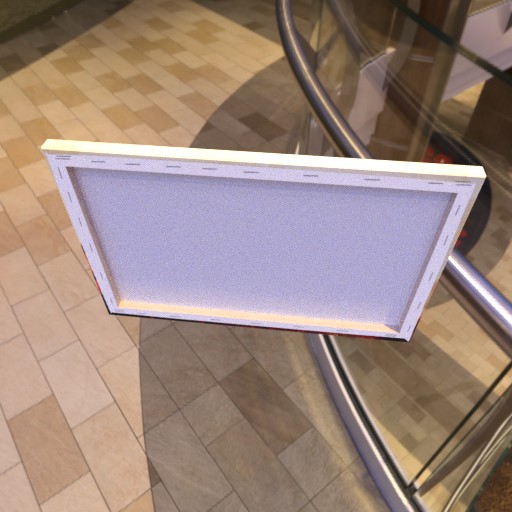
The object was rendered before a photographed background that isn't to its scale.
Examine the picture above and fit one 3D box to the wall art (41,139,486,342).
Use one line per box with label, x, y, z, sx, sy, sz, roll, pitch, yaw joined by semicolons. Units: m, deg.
wall art;0.000;0.000;1.138;0.918;0.602;0.038;5;47;4
